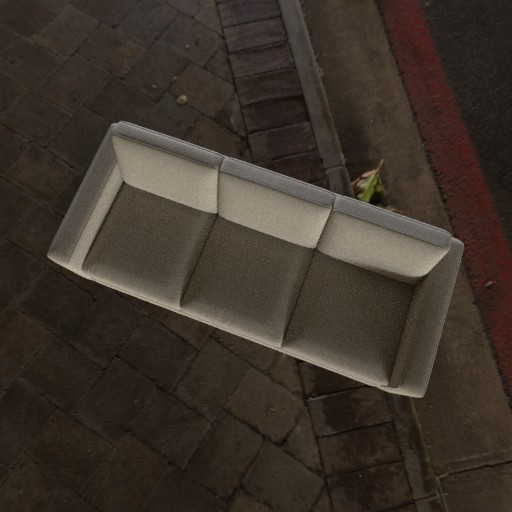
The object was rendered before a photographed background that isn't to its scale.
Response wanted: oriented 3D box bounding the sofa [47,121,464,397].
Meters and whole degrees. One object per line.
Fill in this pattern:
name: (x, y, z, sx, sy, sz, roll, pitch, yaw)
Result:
sofa: (0.000, 0.000, 2.593, 2.160, 0.800, 0.900, 20, 77, 5)
